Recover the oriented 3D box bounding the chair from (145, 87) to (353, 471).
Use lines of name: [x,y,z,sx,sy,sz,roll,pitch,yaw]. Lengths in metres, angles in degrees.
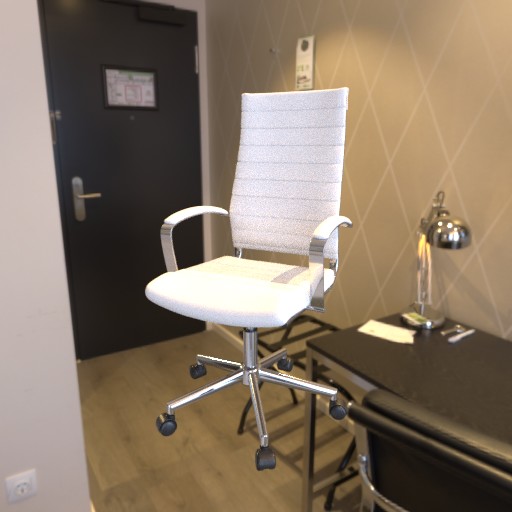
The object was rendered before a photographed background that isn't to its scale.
chair: [0.000,0.000,1.550,0.679,1.149,0.679,7,16,26]
